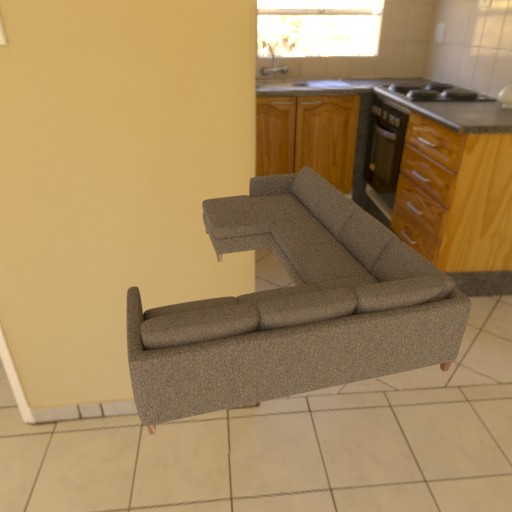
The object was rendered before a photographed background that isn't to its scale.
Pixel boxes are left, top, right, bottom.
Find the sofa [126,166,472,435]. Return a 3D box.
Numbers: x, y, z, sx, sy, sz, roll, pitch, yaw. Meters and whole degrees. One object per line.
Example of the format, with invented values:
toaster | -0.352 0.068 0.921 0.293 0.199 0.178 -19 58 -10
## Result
sofa | 0.000 0.000 4.511 2.551 0.853 3.238 -7 30 -13
